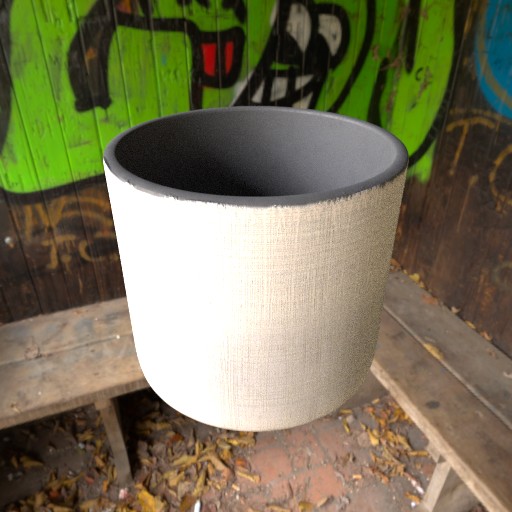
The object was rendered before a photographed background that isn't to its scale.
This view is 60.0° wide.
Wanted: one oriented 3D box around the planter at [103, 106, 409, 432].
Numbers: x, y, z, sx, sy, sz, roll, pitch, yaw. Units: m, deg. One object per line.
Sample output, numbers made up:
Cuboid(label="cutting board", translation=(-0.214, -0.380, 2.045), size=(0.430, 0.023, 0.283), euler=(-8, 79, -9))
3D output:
Cuboid(label="planter", translation=(0.000, 0.000, 0.378), size=(0.221, 0.201, 0.221), euler=(0, 32, 0))
